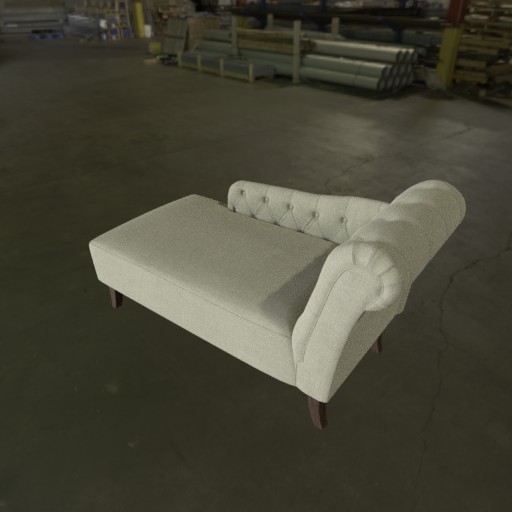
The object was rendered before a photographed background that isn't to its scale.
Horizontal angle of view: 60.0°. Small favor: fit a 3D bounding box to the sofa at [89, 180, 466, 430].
[{"bbox_3d":[0.000,0.000,1.823,1.379,0.787,0.675,22,38,31],"label":"sofa"}]
